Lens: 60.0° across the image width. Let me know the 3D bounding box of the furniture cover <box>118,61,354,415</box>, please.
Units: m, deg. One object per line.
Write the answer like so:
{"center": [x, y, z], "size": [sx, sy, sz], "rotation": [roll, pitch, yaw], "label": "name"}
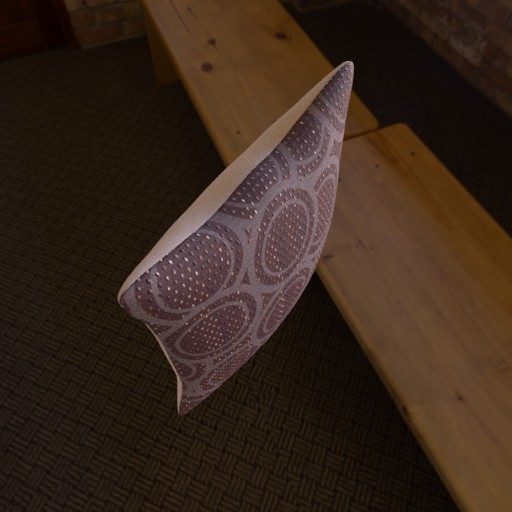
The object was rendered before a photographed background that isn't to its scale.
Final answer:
{"center": [0.000, 0.000, 0.827], "size": [0.193, 0.509, 0.552], "rotation": [30, 62, 18], "label": "furniture cover"}
